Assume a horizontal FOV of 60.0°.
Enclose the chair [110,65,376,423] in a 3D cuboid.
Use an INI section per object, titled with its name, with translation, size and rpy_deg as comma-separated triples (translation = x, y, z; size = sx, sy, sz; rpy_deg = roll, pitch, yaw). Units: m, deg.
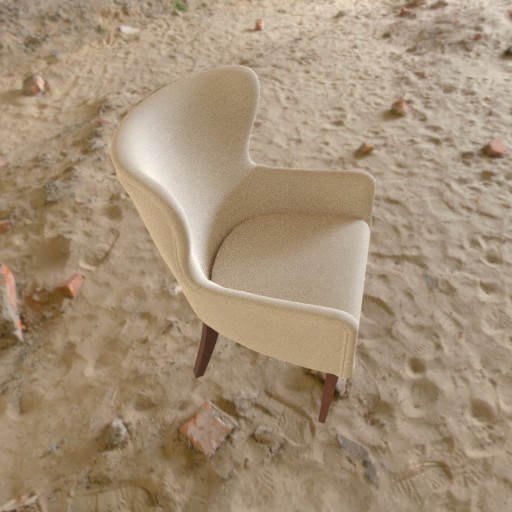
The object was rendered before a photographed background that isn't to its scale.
[chair]
translation = 0.000, 0.000, 1.492
size = 0.744, 0.990, 0.696
rpy_deg = 11, 48, 10
